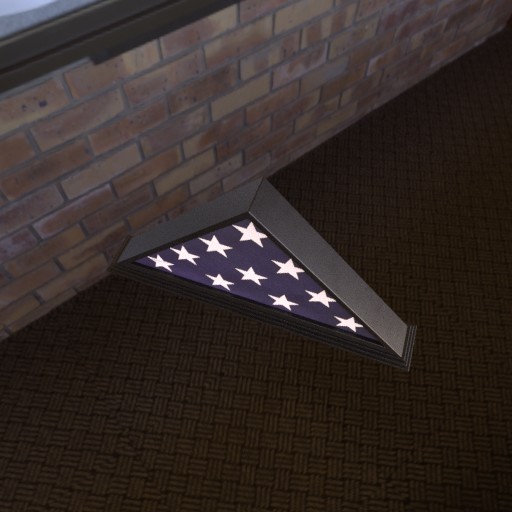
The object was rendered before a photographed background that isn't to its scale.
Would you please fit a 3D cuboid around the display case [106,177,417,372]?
[{"bbox_3d":[0.000,0.000,0.765,0.640,0.340,0.095,17,61,10],"label":"display case"}]
